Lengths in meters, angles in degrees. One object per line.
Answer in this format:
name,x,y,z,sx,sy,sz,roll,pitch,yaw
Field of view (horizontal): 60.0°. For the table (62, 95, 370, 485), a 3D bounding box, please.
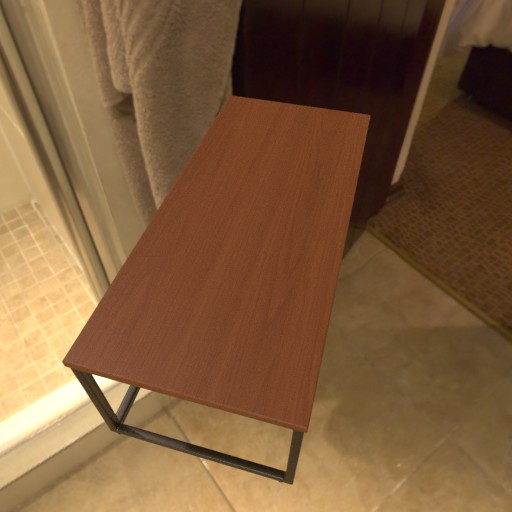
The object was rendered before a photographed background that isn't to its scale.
table,0.000,0.000,1.342,0.500,0.400,1.100,12,49,10
